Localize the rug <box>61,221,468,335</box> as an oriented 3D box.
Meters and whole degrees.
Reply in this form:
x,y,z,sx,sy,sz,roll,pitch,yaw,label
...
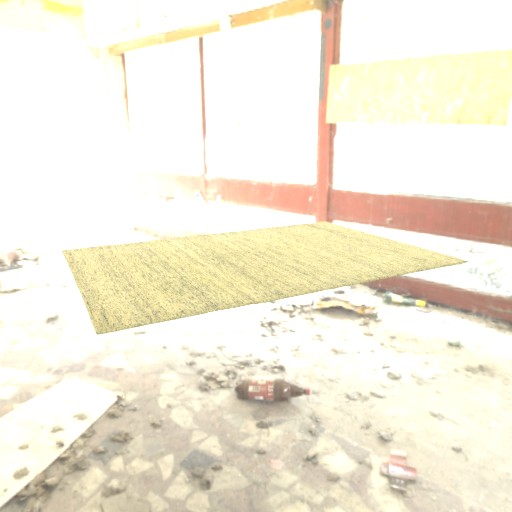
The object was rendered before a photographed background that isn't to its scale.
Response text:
x,y,z,sx,sy,sz,roll,pitch,yaw,label
0.000,0.000,2.945,2.263,0.017,1.523,-8,17,-27,rug
